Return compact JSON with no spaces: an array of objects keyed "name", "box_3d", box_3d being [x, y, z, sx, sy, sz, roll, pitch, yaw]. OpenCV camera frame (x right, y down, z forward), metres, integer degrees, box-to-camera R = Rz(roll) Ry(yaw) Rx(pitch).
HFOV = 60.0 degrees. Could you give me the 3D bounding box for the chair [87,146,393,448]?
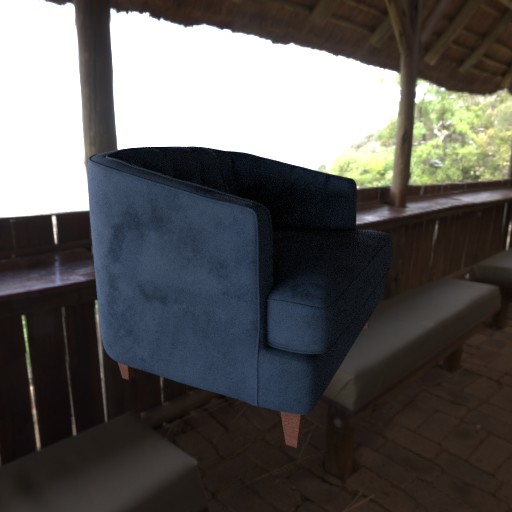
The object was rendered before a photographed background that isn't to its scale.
[{"name":"chair","box_3d":[0.000,0.000,1.776,0.940,0.852,1.094,7,16,25]}]
